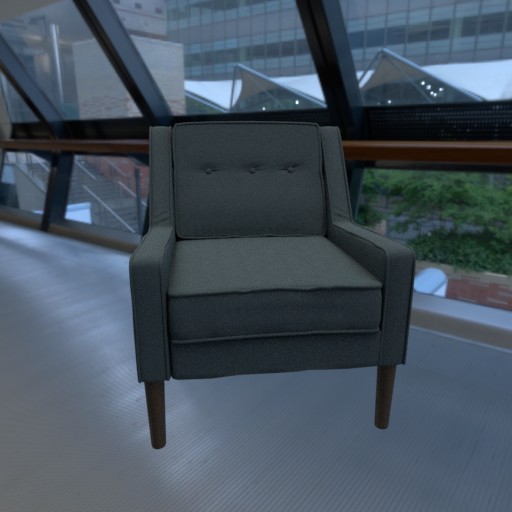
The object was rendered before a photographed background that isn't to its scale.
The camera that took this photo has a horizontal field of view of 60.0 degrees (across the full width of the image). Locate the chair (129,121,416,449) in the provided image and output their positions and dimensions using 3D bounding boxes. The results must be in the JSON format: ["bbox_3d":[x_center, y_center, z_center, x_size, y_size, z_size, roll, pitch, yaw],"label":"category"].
[{"bbox_3d":[0.000,0.000,1.332,0.663,0.780,0.733,-2,16,-7],"label":"chair"}]
